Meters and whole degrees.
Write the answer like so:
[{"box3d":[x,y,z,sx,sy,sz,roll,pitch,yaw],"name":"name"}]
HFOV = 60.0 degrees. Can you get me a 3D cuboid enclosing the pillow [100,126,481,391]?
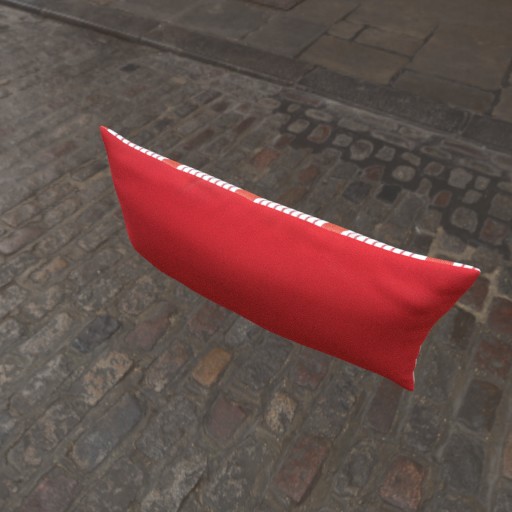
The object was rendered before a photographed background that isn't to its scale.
[{"box3d":[0.000,0.000,0.724,0.608,0.297,0.151,25,51,22],"name":"pillow"}]
